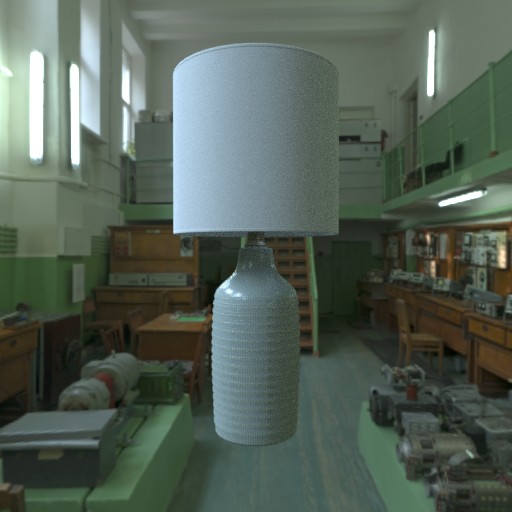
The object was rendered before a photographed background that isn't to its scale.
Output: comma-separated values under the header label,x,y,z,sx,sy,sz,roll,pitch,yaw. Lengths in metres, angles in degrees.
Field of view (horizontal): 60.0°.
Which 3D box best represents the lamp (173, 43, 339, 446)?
label,x,y,z,sx,sy,sz,roll,pitch,yaw
lamp,0.000,0.000,0.603,0.220,0.475,0.220,0,1,0
